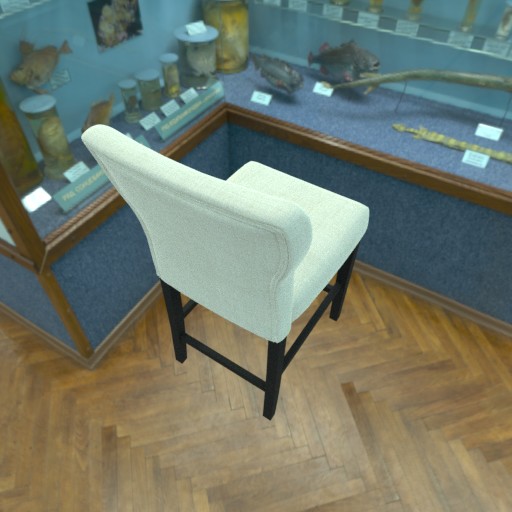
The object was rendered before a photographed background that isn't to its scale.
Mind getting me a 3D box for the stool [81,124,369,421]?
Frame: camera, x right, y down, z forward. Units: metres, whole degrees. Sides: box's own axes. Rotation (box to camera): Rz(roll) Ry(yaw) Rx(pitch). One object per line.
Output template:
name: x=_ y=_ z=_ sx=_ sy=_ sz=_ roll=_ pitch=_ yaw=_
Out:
stool: x=0.000 y=0.000 z=1.312 sx=0.514 sy=0.972 sz=0.603 roll=26 pitch=53 yaw=22
